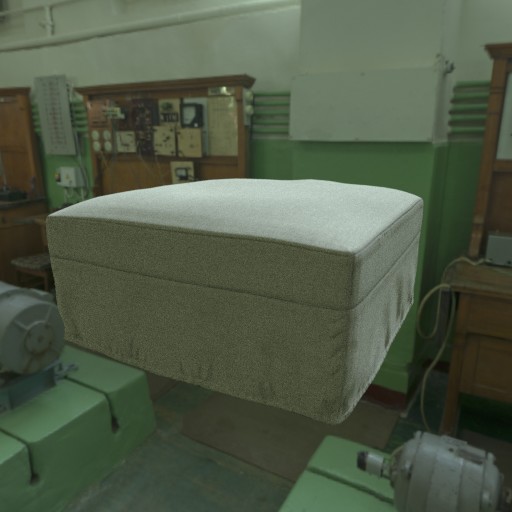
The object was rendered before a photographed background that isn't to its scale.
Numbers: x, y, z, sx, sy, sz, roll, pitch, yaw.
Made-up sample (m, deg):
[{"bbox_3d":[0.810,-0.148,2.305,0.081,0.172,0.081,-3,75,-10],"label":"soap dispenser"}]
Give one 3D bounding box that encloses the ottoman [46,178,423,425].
[{"bbox_3d":[0.000,0.000,1.348,0.843,0.436,0.840,8,17,27],"label":"ottoman"}]
